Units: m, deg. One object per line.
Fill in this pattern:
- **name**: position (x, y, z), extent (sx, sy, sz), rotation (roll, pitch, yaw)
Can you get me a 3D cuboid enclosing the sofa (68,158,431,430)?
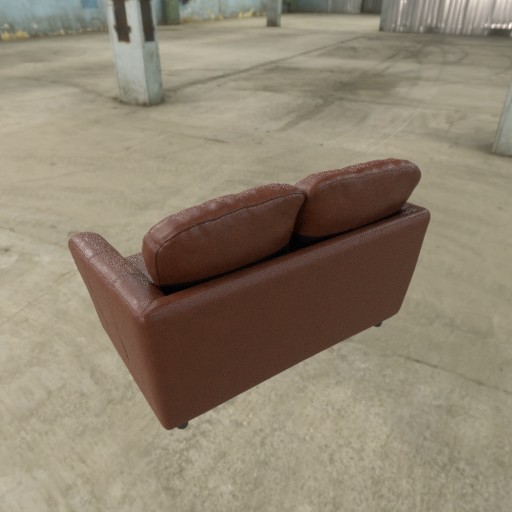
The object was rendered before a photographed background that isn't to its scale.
- **sofa**: position (0.000, 0.000, 1.988), extent (1.406, 0.906, 0.805), rotation (-19, 35, -29)
